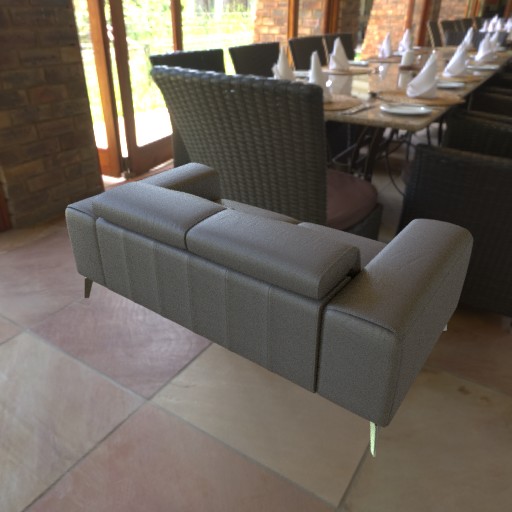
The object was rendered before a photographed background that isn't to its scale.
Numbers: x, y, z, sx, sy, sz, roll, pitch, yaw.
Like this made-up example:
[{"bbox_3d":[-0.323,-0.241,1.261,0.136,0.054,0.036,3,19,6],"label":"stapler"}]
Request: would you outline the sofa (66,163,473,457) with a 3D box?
[{"bbox_3d":[0.000,0.000,2.395,1.930,0.753,1.024,19,34,31],"label":"sofa"}]
